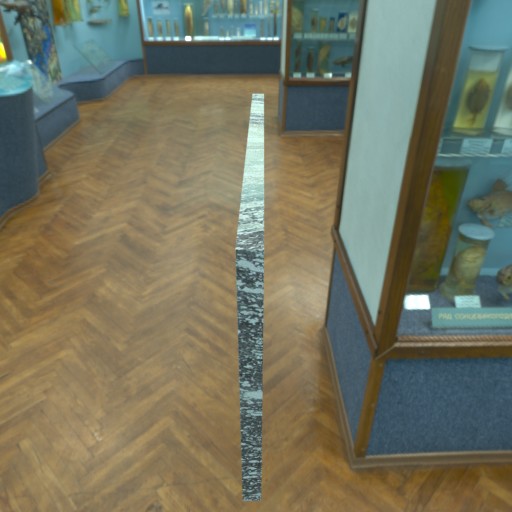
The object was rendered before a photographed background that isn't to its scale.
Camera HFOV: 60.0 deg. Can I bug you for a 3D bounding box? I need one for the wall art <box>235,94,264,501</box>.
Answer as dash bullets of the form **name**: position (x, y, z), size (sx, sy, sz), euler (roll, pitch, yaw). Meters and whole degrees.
- **wall art**: position (0.000, 0.000, 1.131), size (0.038, 0.598, 0.919), euler (1, 32, 1)
